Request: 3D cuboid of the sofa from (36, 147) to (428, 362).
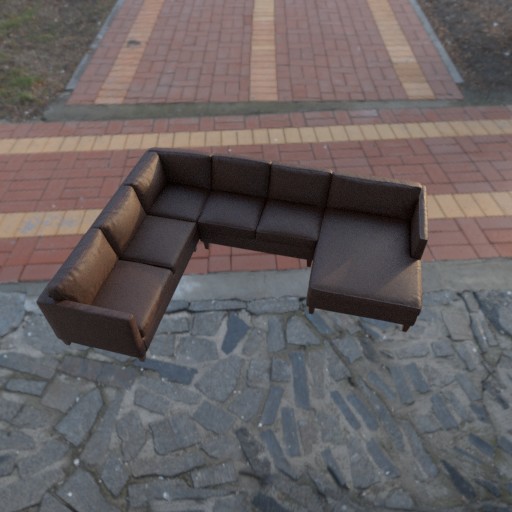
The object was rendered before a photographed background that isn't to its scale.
[{"bbox_3d":[0.000,0.000,4.705,3.460,0.923,2.593,10,47,9],"label":"sofa"}]
